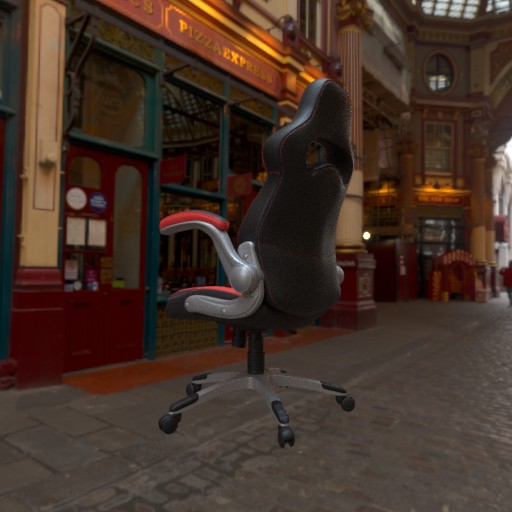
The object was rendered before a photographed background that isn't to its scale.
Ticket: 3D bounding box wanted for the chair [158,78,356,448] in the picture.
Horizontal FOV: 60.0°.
[{"bbox_3d":[0.000,0.000,1.679,0.712,1.165,0.758,-1,-2,37],"label":"chair"}]
